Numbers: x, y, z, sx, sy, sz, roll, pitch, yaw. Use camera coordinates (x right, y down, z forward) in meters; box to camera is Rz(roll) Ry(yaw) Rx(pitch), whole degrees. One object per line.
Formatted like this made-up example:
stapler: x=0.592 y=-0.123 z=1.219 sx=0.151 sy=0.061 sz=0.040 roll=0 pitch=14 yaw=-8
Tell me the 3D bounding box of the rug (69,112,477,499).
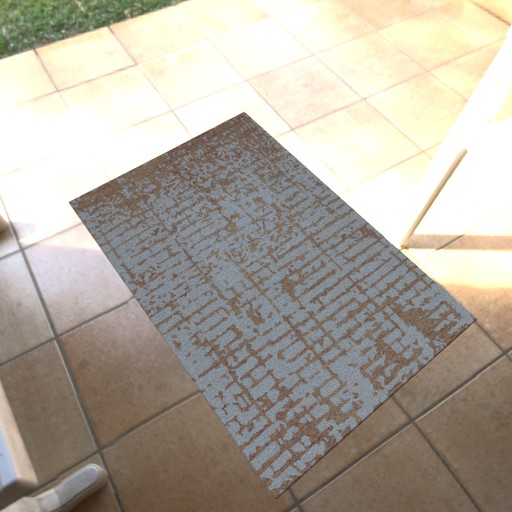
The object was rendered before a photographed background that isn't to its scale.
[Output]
rug: x=0.000 y=0.000 z=2.271 sx=1.219 sy=0.011 sz=1.829 roll=-33 pitch=64 yaw=-19
